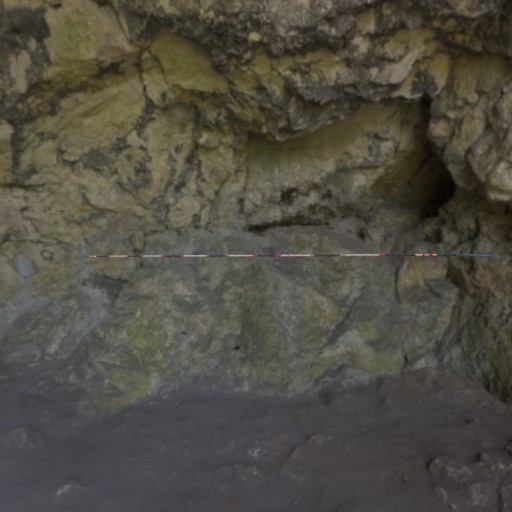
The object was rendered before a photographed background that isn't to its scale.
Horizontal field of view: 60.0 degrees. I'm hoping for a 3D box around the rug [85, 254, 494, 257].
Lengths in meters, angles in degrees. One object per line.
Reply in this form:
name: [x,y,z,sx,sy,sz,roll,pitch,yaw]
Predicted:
rug: [0.000,0.000,2.668,2.440,0.009,0.760,0,0,37]
